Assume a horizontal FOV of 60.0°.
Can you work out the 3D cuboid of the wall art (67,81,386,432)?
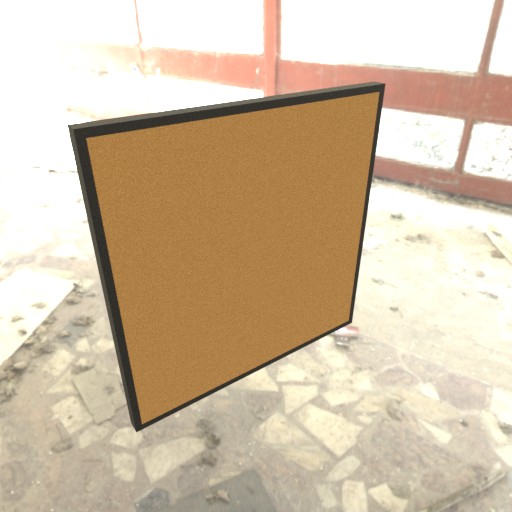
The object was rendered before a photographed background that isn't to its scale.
[{"bbox_3d":[0.000,0.000,1.128,0.763,0.763,0.038,-19,36,-29],"label":"wall art"}]
